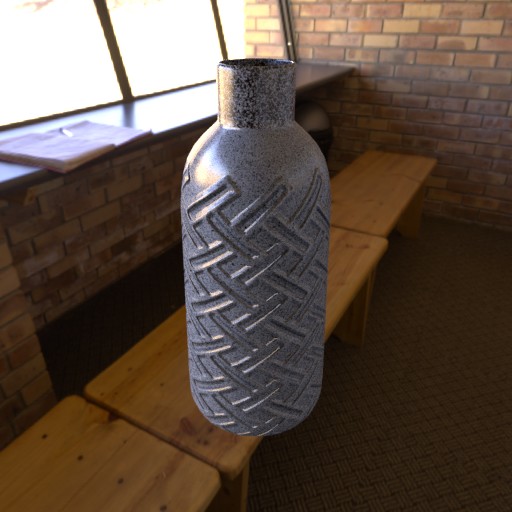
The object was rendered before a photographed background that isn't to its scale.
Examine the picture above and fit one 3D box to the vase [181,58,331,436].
[{"bbox_3d":[0.000,0.000,0.350,0.122,0.282,0.122,0,29,0],"label":"vase"}]
